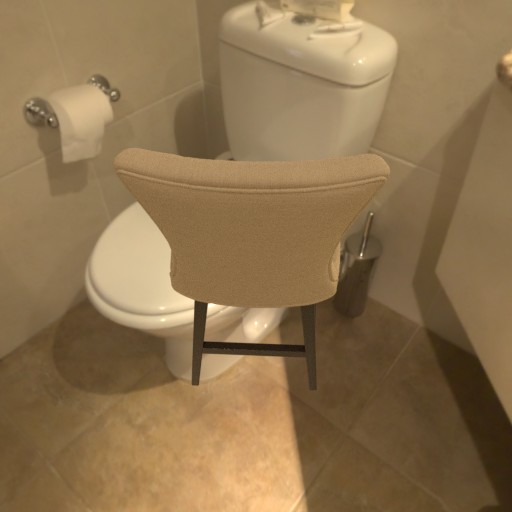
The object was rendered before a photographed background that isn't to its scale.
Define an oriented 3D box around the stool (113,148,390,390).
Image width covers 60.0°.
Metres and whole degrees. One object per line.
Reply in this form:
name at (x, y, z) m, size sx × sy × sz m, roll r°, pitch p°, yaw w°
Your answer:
stool at (0.000, 0.000, 1.321) m, size 0.514 × 1.000 × 0.574 m, roll 2°, pitch 46°, yaw 2°
